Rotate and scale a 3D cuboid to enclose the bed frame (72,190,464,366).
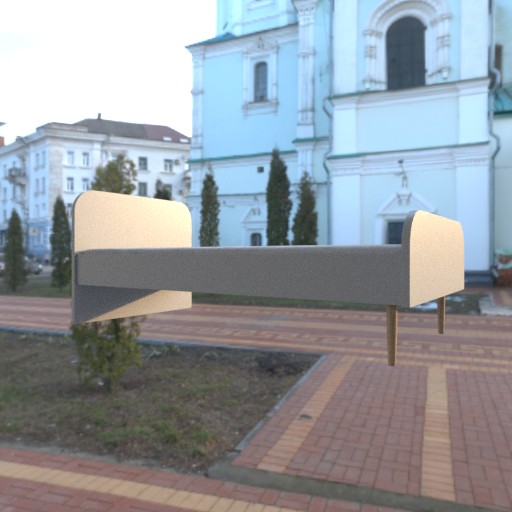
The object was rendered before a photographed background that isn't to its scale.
[{"bbox_3d":[0.000,0.000,2.472,1.963,0.805,0.998,0,0,35],"label":"bed frame"}]
